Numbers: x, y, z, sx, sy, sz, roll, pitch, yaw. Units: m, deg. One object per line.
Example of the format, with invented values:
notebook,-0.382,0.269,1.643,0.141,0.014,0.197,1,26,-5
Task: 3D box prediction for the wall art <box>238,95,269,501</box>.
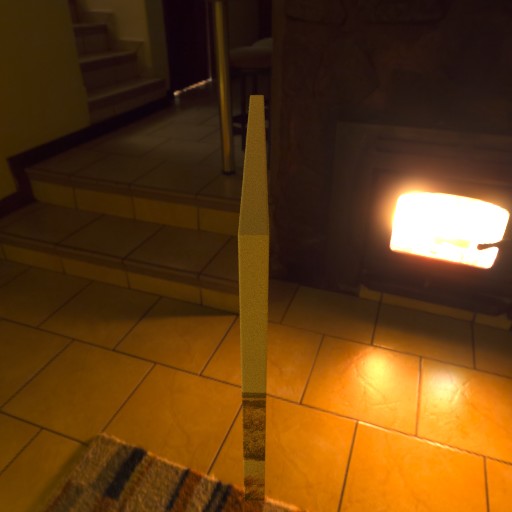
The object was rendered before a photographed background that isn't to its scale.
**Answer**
wall art,0.000,0.000,1.414,0.051,0.761,1.138,0,31,0
